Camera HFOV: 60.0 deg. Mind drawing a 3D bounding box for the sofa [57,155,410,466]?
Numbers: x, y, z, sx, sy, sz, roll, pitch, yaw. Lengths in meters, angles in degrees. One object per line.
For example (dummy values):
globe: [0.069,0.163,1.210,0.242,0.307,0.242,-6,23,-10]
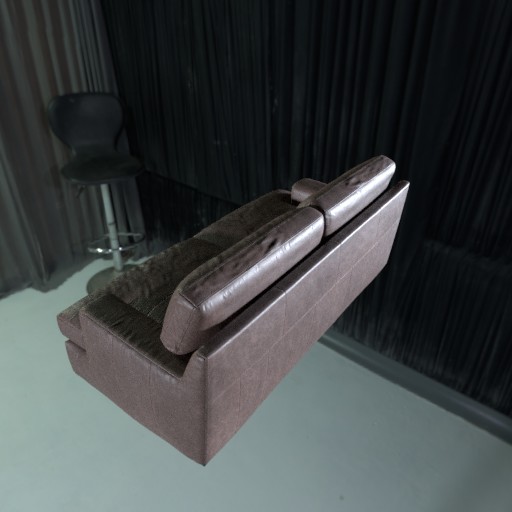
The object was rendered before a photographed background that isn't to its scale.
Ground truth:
sofa: [0.000,0.000,2.824,1.143,0.941,2.261,21,37,30]
